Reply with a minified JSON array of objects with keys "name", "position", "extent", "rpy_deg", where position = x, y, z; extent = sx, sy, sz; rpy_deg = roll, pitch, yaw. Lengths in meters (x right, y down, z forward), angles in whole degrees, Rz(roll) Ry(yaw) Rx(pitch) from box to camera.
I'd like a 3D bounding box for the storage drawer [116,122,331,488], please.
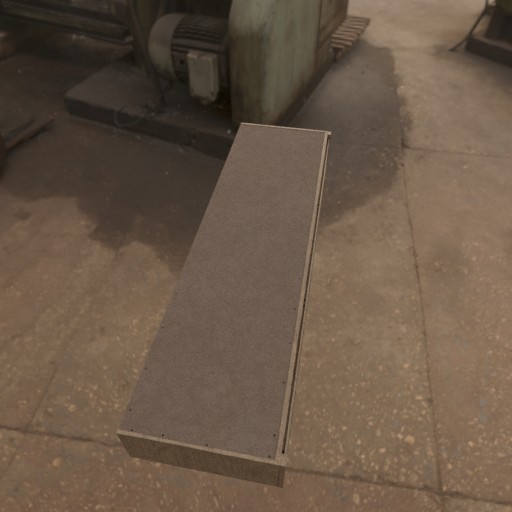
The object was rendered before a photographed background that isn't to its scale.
[{"name":"storage drawer","position":[0.000,0.000,2.285],"extent":[0.591,0.274,2.072],"rpy_deg":[8,47,7]}]
